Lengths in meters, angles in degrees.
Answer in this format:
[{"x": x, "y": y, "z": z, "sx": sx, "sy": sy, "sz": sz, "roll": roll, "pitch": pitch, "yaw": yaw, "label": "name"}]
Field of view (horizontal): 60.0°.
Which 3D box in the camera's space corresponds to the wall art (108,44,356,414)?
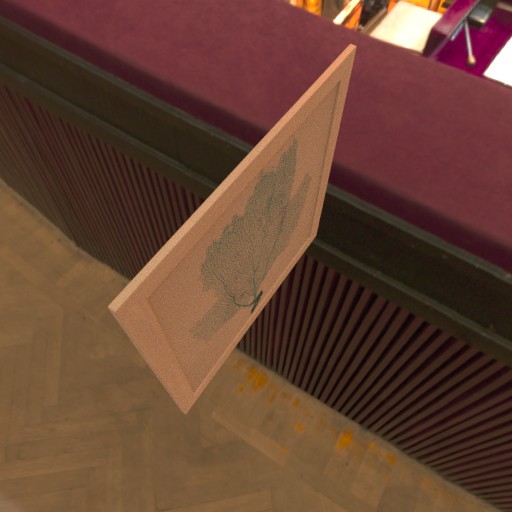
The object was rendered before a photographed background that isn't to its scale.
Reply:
[{"x": 0.000, "y": 0.000, "z": 0.875, "sx": 0.013, "sy": 0.584, "sz": 0.584, "roll": 30, "pitch": 64, "yaw": 17, "label": "wall art"}]
